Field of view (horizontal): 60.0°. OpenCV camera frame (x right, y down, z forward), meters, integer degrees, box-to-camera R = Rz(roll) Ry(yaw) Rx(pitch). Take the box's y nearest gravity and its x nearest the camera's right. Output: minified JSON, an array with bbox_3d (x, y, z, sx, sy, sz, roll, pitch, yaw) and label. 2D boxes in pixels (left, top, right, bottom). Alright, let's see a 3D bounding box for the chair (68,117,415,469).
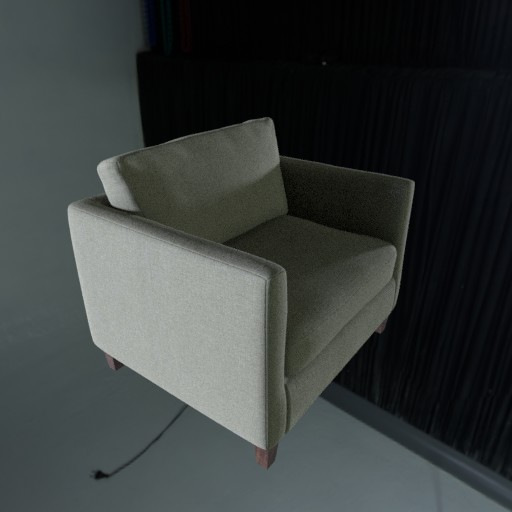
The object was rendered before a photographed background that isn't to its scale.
[{"bbox_3d":[0.000,0.000,1.858,0.959,0.963,1.107,19,32,33],"label":"chair"}]
